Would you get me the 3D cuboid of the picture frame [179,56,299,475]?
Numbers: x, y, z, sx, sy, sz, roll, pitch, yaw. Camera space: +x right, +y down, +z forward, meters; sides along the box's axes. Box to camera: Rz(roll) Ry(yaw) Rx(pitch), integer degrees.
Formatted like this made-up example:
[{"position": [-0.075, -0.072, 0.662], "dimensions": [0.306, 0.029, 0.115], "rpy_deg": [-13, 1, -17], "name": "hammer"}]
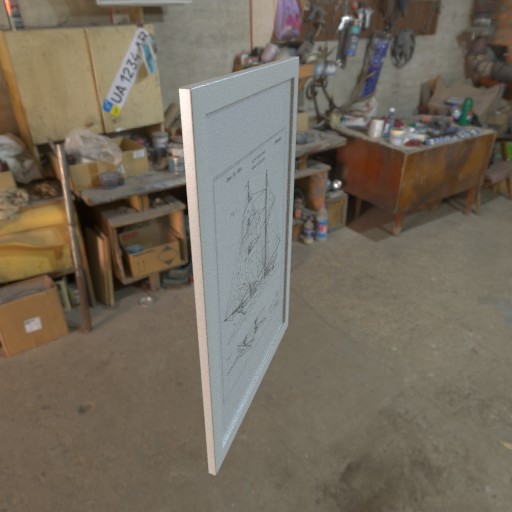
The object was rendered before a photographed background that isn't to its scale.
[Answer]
[{"position": [0.000, 0.000, 0.679], "dimensions": [0.012, 0.534, 0.381], "rpy_deg": [10, 30, 17], "name": "picture frame"}]
